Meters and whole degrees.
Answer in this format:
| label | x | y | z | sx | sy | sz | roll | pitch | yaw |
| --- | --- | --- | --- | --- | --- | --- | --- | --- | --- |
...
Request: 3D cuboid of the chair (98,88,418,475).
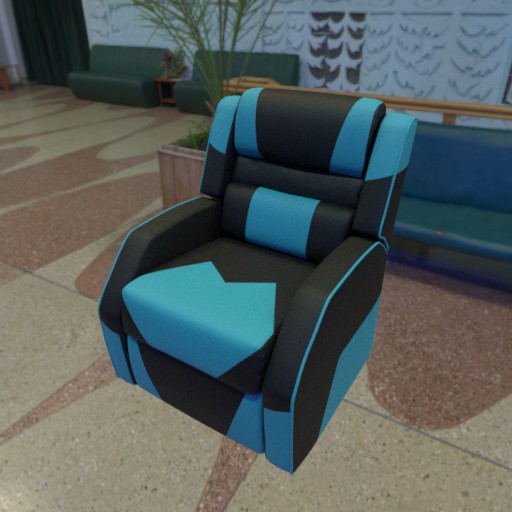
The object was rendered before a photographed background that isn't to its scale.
| label | x | y | z | sx | sy | sz | roll | pitch | yaw |
| --- | --- | --- | --- | --- | --- | --- | --- | --- | --- |
| chair | 0.000 | 0.000 | 1.253 | 0.620 | 0.805 | 0.672 | 17 | 33 | 28 |
